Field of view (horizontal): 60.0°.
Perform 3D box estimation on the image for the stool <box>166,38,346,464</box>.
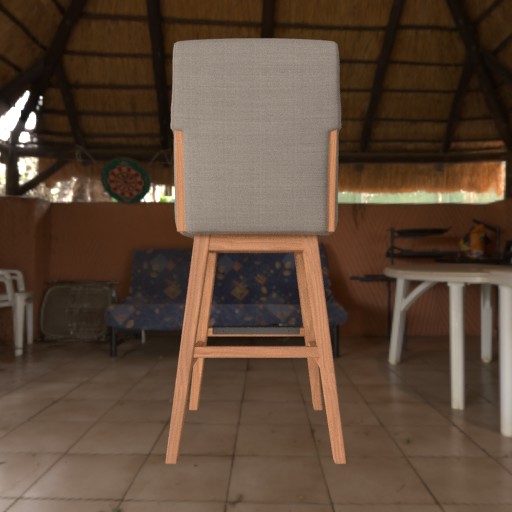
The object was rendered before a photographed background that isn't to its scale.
[{"bbox_3d":[0.000,0.000,1.387,0.483,1.112,0.570,0,0,0],"label":"stool"}]
